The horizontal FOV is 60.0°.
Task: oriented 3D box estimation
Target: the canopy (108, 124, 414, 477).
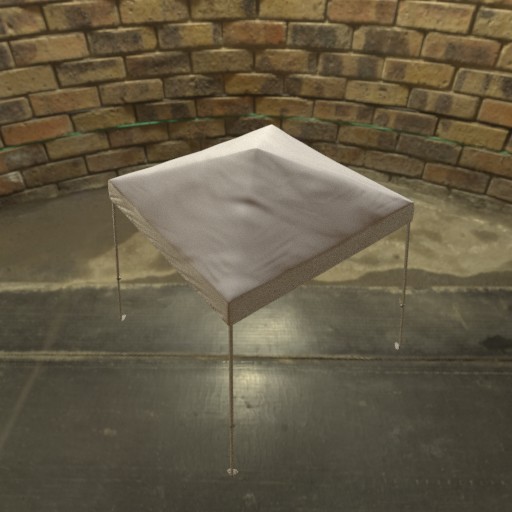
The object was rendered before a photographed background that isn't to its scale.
[{"bbox_3d":[0.000,0.000,6.748,3.599,3.600,3.600,-27,48,-27],"label":"canopy"}]
